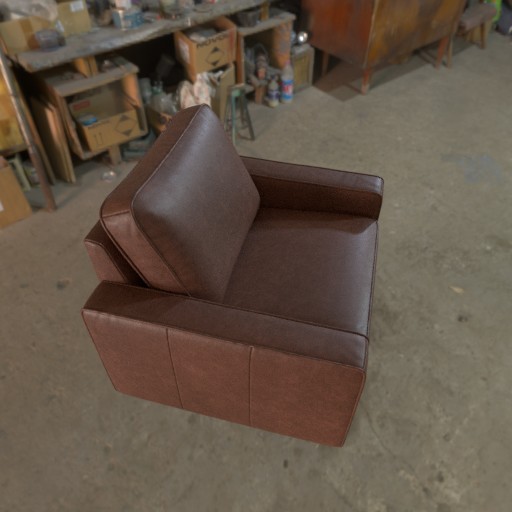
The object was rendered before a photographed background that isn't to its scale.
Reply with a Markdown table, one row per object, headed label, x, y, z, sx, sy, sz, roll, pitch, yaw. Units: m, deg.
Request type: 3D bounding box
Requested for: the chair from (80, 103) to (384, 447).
| label | x | y | z | sx | sy | sz | roll | pitch | yaw |
| --- | --- | --- | --- | --- | --- | --- | --- | --- | --- |
| chair | 0.000 | 0.000 | 1.754 | 0.940 | 0.919 | 1.017 | 10 | 46 | 10 |
